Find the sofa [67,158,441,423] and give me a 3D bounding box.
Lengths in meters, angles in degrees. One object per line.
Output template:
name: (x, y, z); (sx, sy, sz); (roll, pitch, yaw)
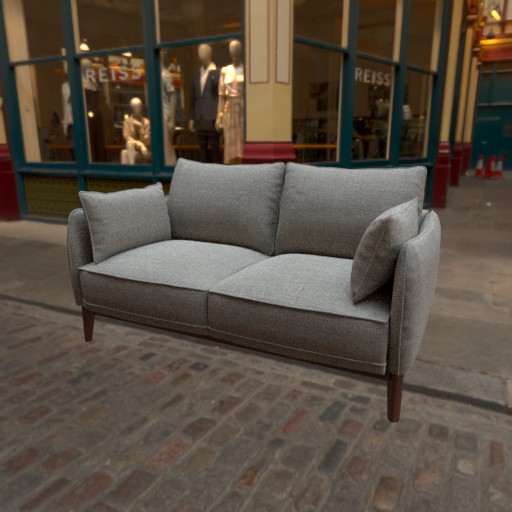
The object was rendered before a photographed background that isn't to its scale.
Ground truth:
sofa: (0.000, 0.000, 2.106); (1.580, 0.851, 0.972); (7, 17, 25)
